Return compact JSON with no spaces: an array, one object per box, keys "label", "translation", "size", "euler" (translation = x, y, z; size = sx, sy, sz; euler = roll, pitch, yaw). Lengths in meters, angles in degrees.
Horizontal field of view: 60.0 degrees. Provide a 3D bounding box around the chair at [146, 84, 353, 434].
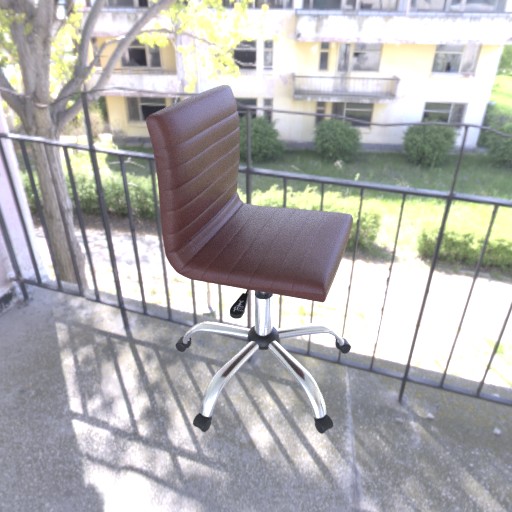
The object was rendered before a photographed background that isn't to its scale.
[{"label":"chair","translation":[0.000,0.000,1.157],"size":[0.530,0.780,0.556],"euler":[10,32,17]}]
